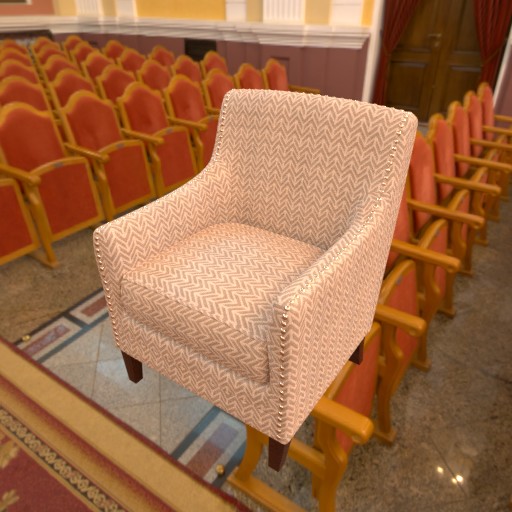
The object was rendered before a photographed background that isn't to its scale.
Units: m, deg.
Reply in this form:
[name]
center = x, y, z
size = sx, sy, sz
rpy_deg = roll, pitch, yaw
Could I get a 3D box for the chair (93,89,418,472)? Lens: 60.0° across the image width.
[chair]
center = 0.000, 0.000, 1.298
size = 0.623, 0.816, 0.651
rpy_deg = 19, 36, 29
